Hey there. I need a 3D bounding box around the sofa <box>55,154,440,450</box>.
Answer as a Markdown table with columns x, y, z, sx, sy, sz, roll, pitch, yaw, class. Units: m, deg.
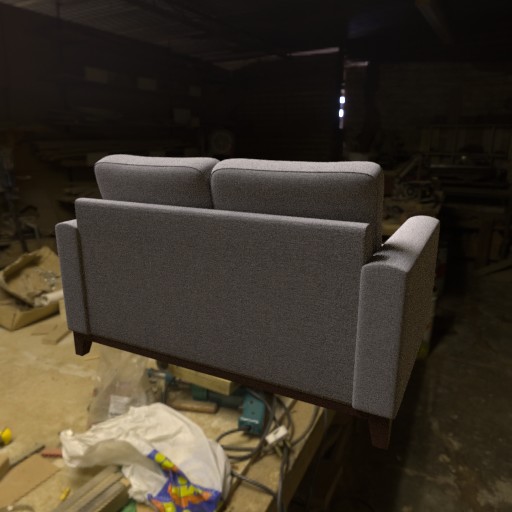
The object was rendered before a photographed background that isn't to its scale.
| x | y | z | sx | sy | sz | roll | pitch | yaw | class |
| --- | --- | --- | --- | --- | --- | --- | --- | --- | --- |
| 0.000 | 0.000 | 1.960 | 1.420 | 0.873 | 0.917 | 8 | 17 | 26 | sofa |
